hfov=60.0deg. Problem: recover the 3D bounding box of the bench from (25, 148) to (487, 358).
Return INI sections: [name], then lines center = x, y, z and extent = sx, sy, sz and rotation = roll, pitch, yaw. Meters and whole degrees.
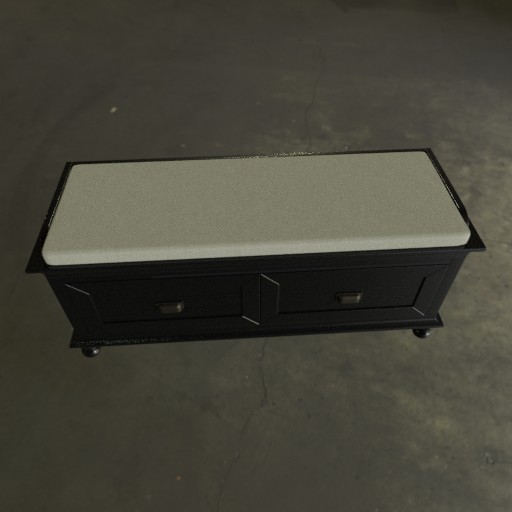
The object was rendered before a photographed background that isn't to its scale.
[bench]
center = 0.000, 0.000, 1.416
extent = 1.185, 0.501, 0.402
rotation = -3, 47, -3
